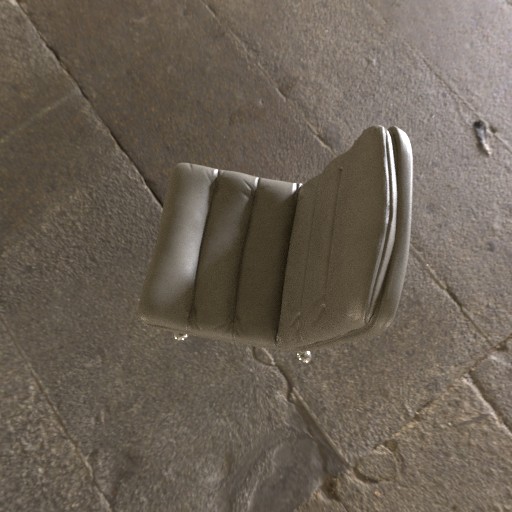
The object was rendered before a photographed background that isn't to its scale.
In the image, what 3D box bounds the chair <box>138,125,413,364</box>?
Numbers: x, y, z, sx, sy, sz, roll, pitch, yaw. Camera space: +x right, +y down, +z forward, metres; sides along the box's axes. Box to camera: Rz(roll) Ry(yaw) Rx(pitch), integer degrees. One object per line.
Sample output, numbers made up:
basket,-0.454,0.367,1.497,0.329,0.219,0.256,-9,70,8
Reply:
chair,0.000,0.000,1.034,0.485,0.738,0.422,9,75,2
